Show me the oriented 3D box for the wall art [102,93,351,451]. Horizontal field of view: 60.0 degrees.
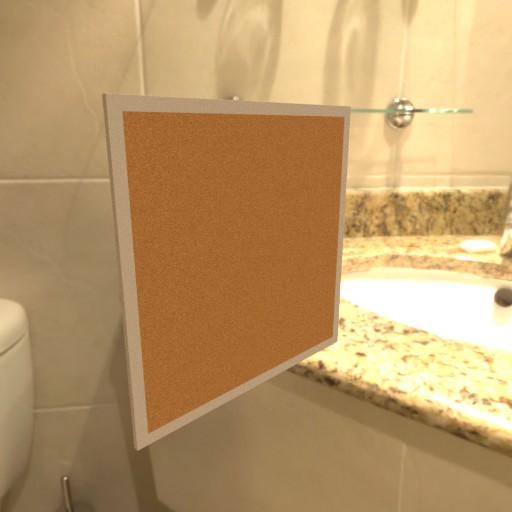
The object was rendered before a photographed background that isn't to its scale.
[{"bbox_3d":[0.000,0.000,0.693,0.456,0.457,0.009,-15,22,-42],"label":"wall art"}]
